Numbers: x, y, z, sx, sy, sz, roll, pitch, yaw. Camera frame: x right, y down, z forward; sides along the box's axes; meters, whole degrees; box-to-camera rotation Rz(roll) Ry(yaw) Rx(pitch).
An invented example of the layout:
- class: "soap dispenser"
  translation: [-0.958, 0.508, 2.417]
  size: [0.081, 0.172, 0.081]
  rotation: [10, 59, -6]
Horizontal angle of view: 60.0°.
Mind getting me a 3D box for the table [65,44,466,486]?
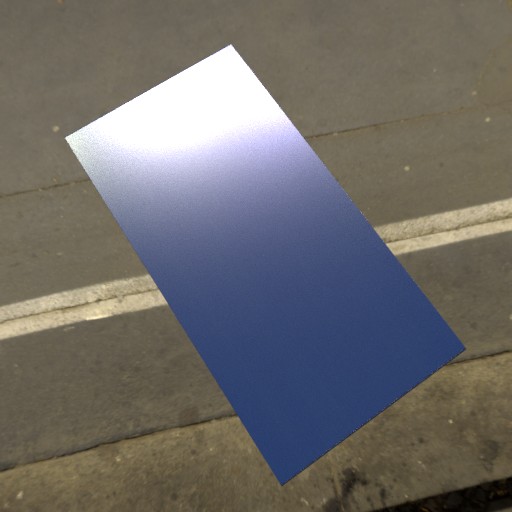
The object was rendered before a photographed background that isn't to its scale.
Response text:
- class: "table"
  translation: [0.000, 0.000, 1.379]
  size: [0.572, 0.457, 1.067]
  rotation: [-33, 78, -8]
